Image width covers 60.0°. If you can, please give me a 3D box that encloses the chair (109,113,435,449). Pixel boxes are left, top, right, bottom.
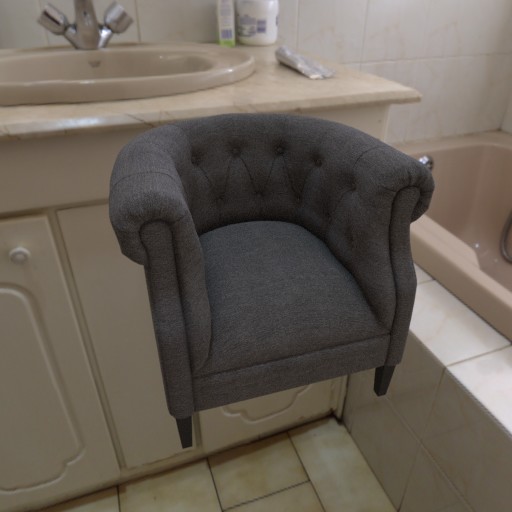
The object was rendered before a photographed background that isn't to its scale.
[{"bbox_3d":[0.000,0.000,1.571,0.905,0.827,0.852,-9,33,-15],"label":"chair"}]
